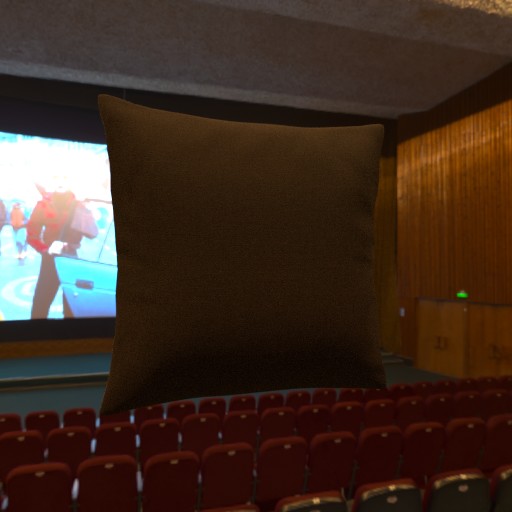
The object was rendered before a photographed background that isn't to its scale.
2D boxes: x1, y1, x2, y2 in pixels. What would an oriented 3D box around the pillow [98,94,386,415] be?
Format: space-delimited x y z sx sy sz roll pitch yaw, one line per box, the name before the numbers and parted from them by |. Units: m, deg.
pillow | 0.000 0.000 0.774 0.523 0.506 0.166 0 -1 -17
